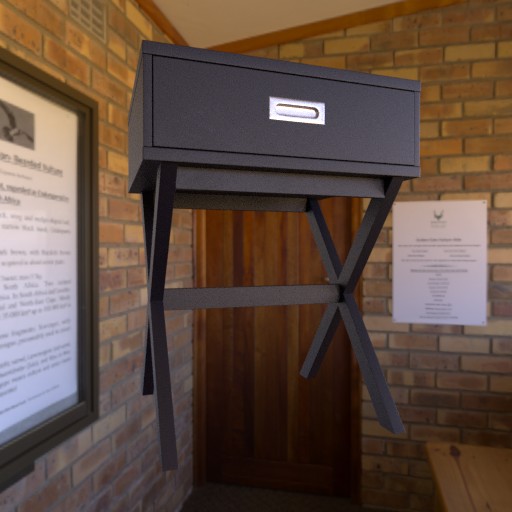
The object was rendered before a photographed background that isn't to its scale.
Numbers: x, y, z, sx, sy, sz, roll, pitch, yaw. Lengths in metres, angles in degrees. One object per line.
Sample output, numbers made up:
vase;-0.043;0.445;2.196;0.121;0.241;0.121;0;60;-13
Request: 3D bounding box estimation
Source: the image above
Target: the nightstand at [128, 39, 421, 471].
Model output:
nightstand;0.000;0.000;0.900;0.479;0.623;0.402;0;1;-19
